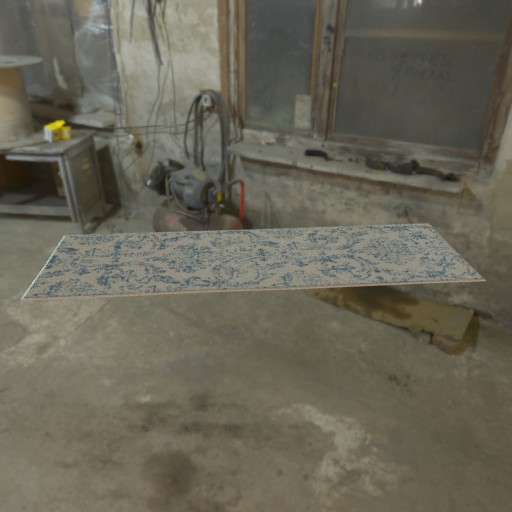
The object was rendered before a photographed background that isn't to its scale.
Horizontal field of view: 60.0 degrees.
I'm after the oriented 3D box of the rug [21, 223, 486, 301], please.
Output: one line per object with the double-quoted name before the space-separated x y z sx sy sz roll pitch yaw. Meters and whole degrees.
"rug" 0.000 0.000 2.374 2.196 0.011 0.662 -2 29 -4
